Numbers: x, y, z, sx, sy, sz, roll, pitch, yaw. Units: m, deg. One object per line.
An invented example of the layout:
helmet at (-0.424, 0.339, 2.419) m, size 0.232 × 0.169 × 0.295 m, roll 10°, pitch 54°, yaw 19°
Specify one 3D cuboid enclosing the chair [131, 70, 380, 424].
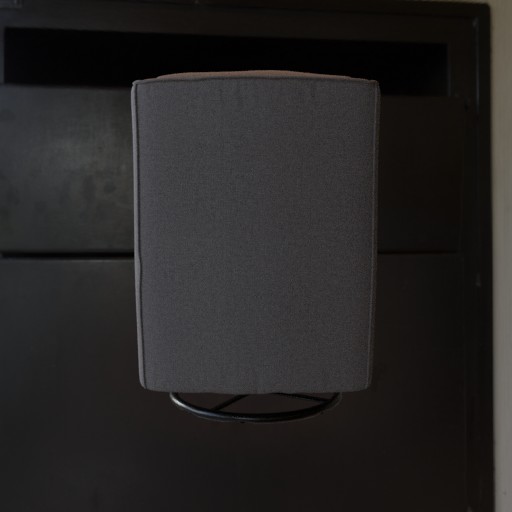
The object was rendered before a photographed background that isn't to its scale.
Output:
chair at (0.000, 0.000, 1.564) m, size 0.732 × 0.993 × 0.879 m, roll 0°, pitch 0°, yaw 0°
